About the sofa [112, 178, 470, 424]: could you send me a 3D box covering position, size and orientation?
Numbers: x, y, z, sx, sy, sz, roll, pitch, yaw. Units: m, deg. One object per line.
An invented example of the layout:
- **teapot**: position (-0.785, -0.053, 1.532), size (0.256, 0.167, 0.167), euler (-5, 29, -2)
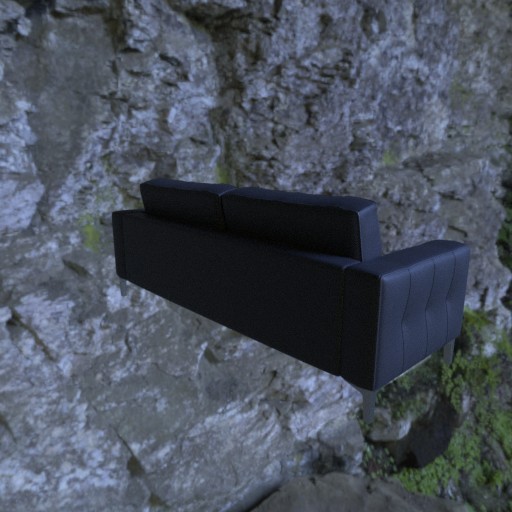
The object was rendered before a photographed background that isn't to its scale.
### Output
- **sofa**: position (0.000, 0.000, 2.746), size (0.833, 0.893, 2.275), euler (-13, 19, -41)
